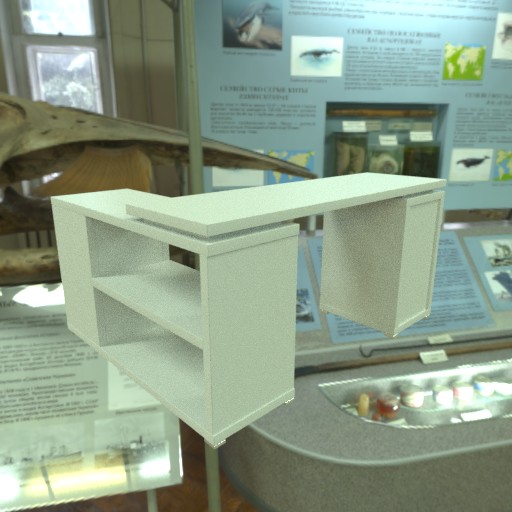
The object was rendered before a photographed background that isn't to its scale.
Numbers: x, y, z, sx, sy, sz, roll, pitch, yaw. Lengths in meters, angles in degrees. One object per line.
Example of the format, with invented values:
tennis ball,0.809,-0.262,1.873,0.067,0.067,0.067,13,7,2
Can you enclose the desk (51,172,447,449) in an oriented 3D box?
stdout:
desk,0.000,0.000,2.260,1.524,0.753,1.200,-15,22,-41
